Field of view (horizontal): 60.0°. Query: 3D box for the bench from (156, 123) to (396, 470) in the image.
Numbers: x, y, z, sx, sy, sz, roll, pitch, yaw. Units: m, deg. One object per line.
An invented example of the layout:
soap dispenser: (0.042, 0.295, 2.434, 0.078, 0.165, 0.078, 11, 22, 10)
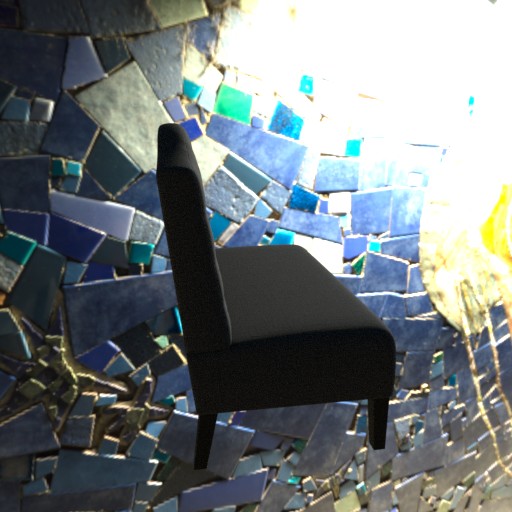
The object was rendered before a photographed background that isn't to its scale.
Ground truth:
bench: (0.000, 0.000, 2.059, 0.815, 1.180, 1.335, -2, 15, -9)
